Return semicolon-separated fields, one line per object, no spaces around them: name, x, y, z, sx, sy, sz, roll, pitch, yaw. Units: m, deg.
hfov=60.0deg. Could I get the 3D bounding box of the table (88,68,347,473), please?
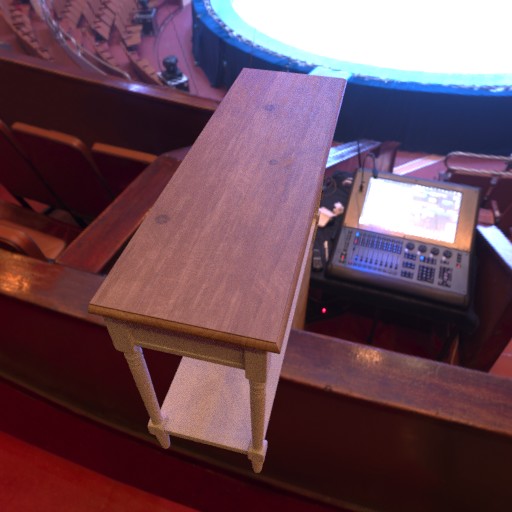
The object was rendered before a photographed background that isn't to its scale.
table;0.000;0.000;1.557;0.399;0.800;1.219;10;46;10
